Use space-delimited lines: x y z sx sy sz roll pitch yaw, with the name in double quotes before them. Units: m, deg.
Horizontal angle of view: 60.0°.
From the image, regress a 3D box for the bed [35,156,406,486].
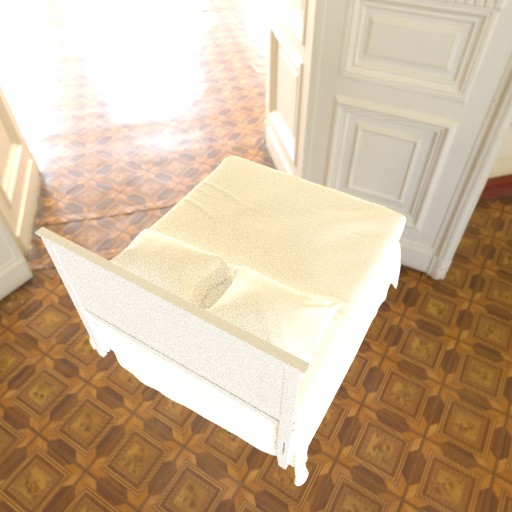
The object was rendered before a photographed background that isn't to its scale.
"bed" 0.000 0.000 3.172 1.876 1.269 2.047 24 51 21
